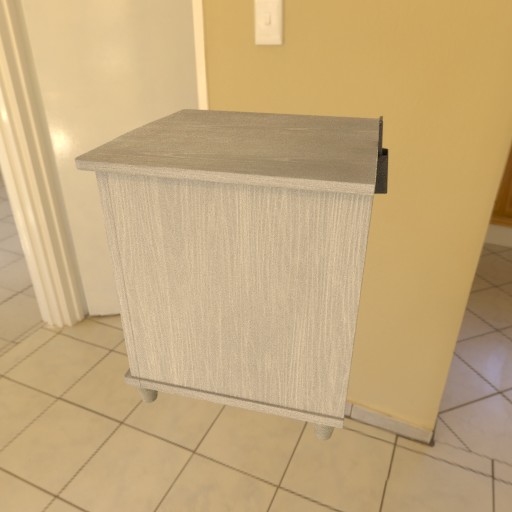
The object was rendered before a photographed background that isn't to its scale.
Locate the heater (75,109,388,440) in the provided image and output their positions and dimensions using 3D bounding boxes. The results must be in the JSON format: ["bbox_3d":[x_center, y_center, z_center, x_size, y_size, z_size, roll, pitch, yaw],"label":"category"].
[{"bbox_3d":[0.000,0.000,0.765,0.400,0.481,0.362,7,29,13],"label":"heater"}]
